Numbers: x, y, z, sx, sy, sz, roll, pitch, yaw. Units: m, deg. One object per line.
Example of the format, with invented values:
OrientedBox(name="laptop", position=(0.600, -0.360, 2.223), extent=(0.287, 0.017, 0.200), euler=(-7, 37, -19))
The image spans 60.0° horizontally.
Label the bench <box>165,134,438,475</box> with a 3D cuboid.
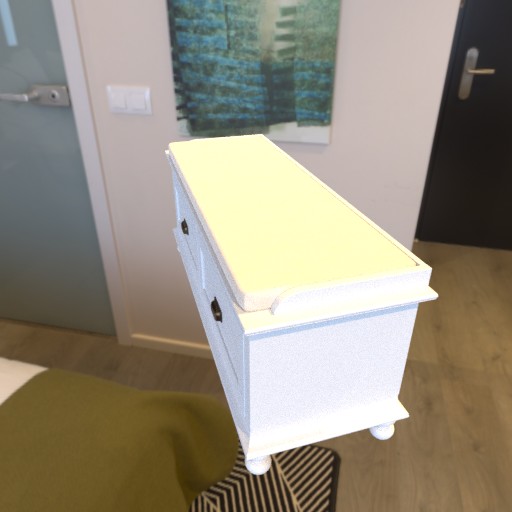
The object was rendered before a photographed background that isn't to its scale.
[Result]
OrientedBox(name="bench", position=(0.000, 0.000, 1.423), extent=(0.402, 0.486, 1.185), euler=(-8, 30, -15))
